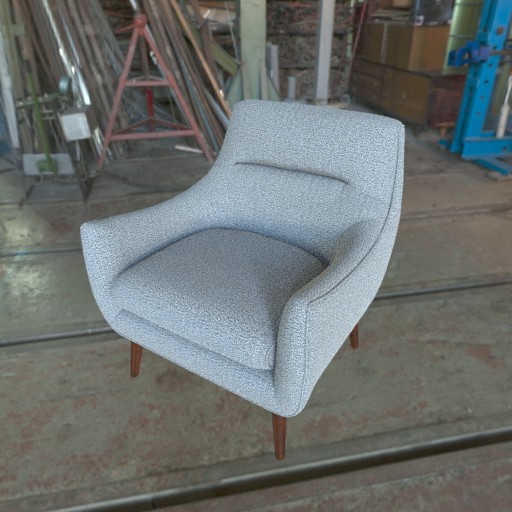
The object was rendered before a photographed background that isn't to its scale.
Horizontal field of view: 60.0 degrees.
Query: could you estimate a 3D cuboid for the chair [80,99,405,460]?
[{"bbox_3d":[0.000,0.000,1.441,0.762,0.838,0.787,18,34,28],"label":"chair"}]
